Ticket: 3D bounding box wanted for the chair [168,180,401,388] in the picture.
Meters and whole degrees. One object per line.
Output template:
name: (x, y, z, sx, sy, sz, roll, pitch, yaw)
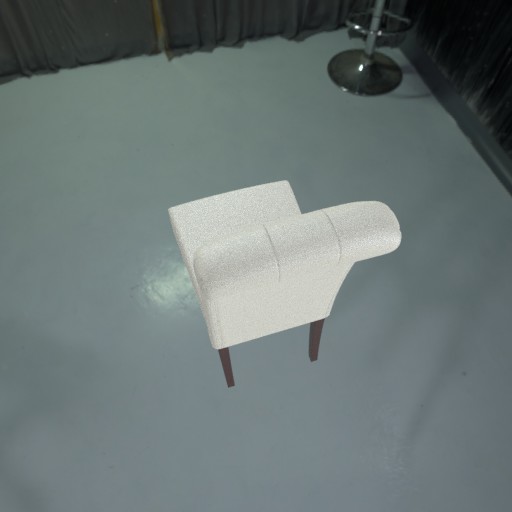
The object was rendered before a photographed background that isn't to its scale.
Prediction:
chair: (0.000, 0.000, 1.390, 0.456, 1.006, 0.671, -15, 59, -9)
